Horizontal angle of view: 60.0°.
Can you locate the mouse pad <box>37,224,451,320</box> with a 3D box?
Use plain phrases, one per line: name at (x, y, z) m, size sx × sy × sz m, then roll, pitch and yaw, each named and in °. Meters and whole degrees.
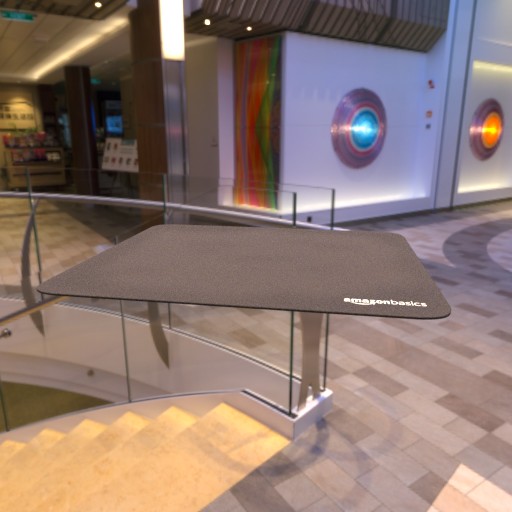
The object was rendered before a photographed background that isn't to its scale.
mouse pad at (0.000, 0.000, 0.441) m, size 0.315 × 0.002 × 0.269 m, roll 3°, pitch 16°, yaw 9°
